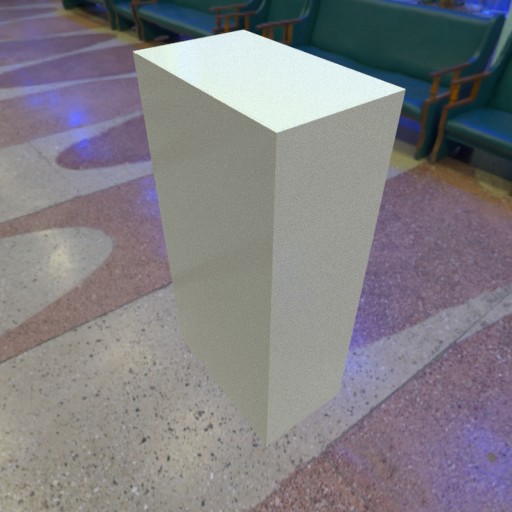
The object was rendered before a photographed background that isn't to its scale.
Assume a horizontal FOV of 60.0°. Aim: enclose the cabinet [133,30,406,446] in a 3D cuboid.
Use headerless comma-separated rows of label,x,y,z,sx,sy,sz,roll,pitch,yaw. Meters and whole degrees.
cabinet,0.000,0.000,2.345,0.580,1.920,0.980,-26,47,-27
